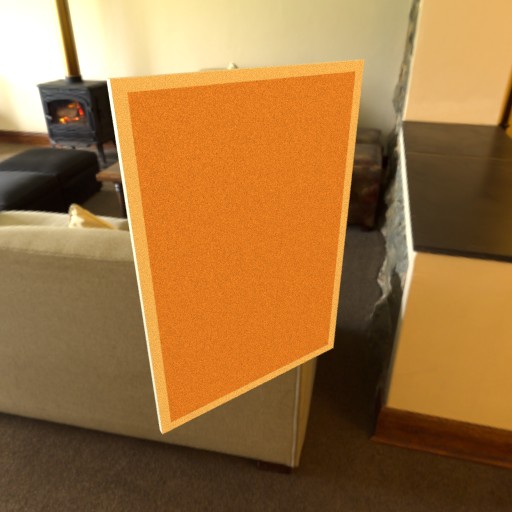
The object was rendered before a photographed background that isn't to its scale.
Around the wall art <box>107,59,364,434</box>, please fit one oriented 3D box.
[{"bbox_3d":[0.000,0.000,0.835,0.456,0.656,0.013,-18,34,-30],"label":"wall art"}]
